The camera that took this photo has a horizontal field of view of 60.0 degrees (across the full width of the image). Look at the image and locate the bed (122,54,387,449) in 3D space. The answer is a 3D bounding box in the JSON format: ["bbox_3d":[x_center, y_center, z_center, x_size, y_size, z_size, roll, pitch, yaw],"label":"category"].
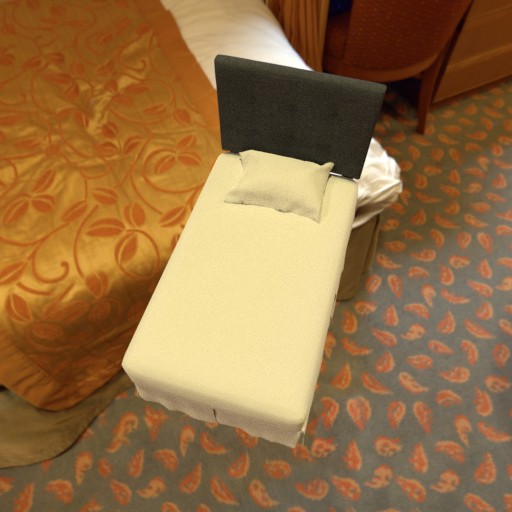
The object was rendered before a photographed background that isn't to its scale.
[{"bbox_3d":[0.000,0.000,3.027,1.261,1.571,1.997,14,59,9],"label":"bed"}]
